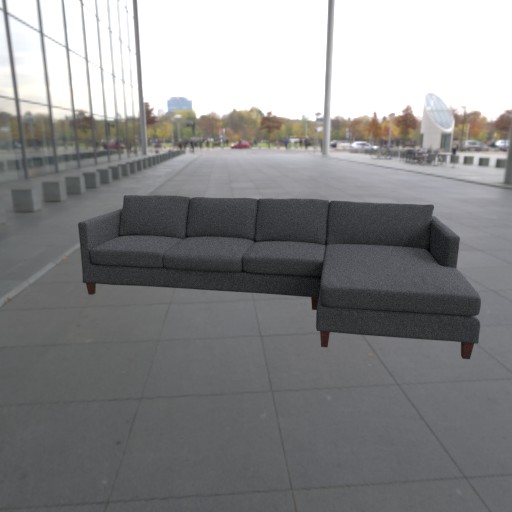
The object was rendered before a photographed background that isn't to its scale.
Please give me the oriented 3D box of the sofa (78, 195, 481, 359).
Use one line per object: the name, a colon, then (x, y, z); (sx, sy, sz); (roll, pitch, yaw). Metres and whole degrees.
sofa: (0.000, 0.000, 3.786); (3.186, 0.846, 1.625); (3, 15, 10)
